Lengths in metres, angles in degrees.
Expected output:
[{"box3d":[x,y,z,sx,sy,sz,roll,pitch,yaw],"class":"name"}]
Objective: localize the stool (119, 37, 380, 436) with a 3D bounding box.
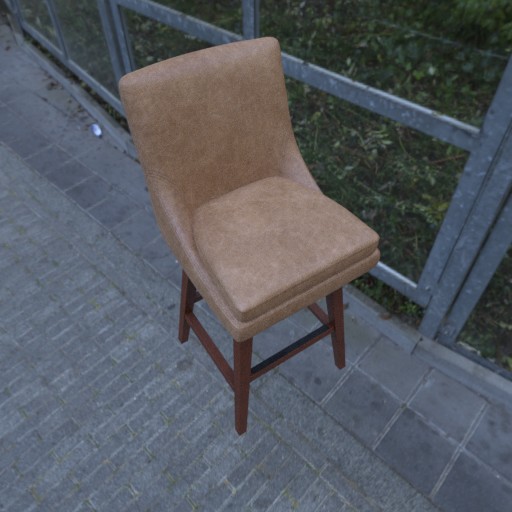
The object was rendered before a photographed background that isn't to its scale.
[{"box3d":[0.000,0.000,1.387,0.487,1.079,0.572,-26,52,-22],"class":"stool"}]
